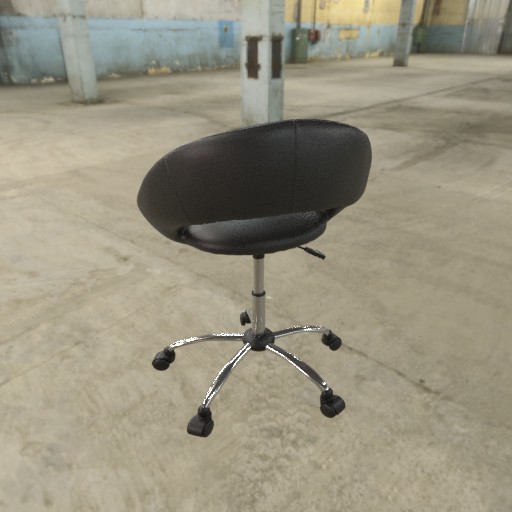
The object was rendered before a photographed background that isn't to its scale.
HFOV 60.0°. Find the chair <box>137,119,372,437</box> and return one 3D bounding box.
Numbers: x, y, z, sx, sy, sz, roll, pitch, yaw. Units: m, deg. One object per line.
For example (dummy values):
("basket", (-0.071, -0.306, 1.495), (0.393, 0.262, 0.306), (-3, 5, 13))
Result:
("chair", (0.000, 0.000, 1.216), (0.612, 0.791, 0.538), (-9, 27, -18))
